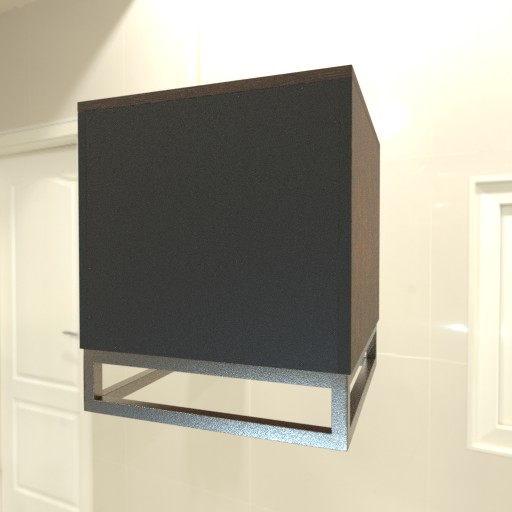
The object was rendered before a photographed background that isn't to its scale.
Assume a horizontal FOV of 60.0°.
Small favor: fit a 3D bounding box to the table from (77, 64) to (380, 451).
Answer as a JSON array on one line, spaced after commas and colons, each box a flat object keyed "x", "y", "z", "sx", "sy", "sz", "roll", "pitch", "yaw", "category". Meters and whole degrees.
[{"x": 0.000, "y": 0.000, "z": 1.012, "sx": 0.506, "sy": 0.582, "sz": 0.566, "roll": 0, "pitch": 1, "yaw": 20, "category": "table"}]
